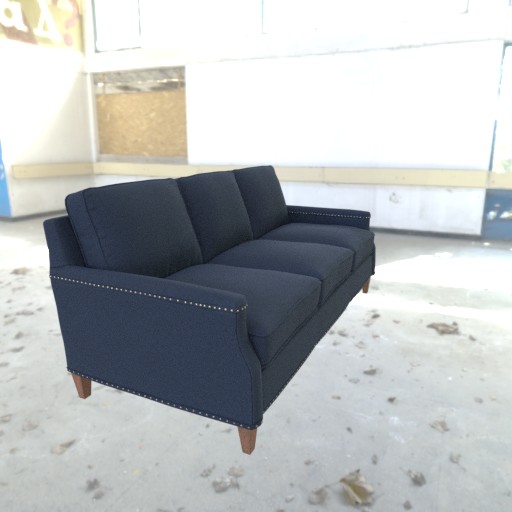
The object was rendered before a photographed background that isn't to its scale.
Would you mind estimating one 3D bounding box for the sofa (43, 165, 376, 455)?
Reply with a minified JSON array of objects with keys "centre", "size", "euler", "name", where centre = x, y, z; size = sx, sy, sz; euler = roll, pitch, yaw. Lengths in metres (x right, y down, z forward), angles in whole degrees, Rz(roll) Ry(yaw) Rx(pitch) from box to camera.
[{"centre":[0.000,0.000,2.755],"size":[1.084,1.003,2.246],"euler":[7,16,25],"name":"sofa"}]
